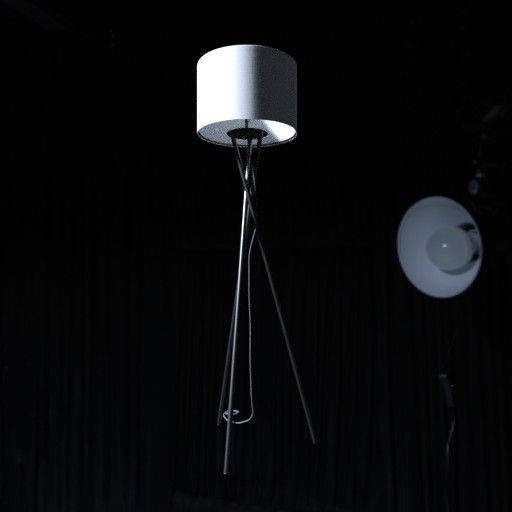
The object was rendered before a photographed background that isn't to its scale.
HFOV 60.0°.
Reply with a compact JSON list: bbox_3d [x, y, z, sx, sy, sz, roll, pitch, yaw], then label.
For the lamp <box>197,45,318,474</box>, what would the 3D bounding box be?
[{"bbox_3d":[0.000,0.000,1.948,0.522,1.624,0.667,0,-1,18],"label":"lamp"}]
